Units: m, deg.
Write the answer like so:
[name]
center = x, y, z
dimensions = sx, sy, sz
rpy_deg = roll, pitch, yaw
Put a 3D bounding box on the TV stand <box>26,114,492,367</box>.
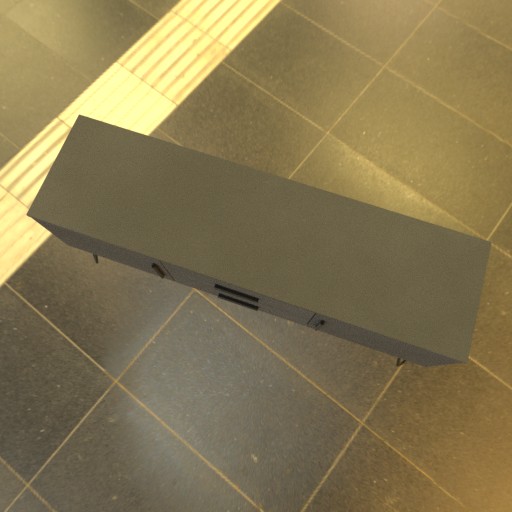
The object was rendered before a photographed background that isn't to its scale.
[TV stand]
center = 0.000, 0.000, 1.646
dimensions = 1.400, 0.560, 0.400
rpy_deg = 18, 74, 5
